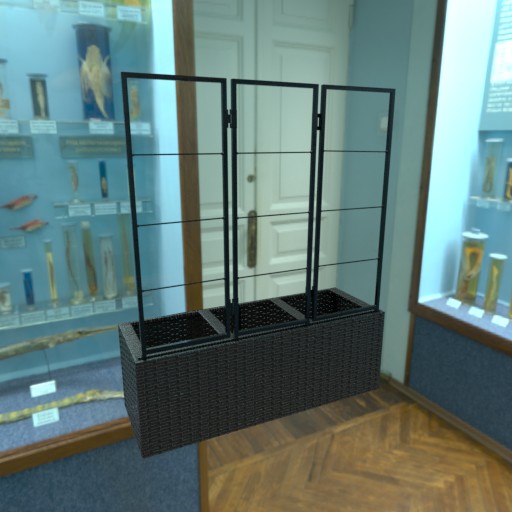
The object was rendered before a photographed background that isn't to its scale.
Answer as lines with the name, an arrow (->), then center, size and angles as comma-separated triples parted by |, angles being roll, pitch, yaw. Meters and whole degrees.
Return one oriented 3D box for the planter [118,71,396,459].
planter -> 0.000, 0.000, 1.170 | 0.699, 0.841, 0.244 | -7, 16, -25
